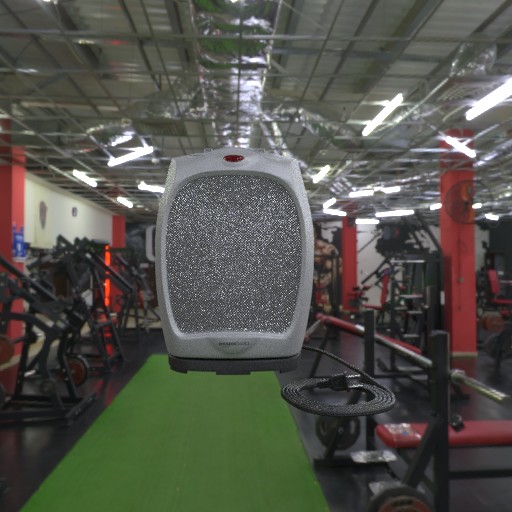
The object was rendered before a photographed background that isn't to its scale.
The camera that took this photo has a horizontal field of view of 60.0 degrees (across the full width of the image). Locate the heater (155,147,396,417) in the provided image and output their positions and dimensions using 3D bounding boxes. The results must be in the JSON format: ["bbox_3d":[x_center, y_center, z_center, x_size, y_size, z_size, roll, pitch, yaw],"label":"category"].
[{"bbox_3d":[0.000,0.000,0.485,0.239,0.255,0.291,0,-1,-1],"label":"heater"}]
